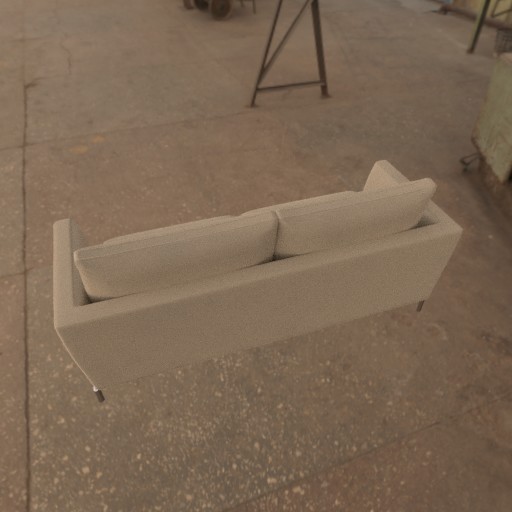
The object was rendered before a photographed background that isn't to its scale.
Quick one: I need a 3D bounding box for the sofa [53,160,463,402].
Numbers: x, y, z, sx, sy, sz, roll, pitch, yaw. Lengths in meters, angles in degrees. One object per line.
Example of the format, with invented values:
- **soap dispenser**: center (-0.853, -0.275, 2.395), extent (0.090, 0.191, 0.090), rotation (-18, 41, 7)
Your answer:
- **sofa**: center (0.000, 0.000, 2.707), extent (2.214, 1.005, 0.868), rotation (-13, 43, -14)
